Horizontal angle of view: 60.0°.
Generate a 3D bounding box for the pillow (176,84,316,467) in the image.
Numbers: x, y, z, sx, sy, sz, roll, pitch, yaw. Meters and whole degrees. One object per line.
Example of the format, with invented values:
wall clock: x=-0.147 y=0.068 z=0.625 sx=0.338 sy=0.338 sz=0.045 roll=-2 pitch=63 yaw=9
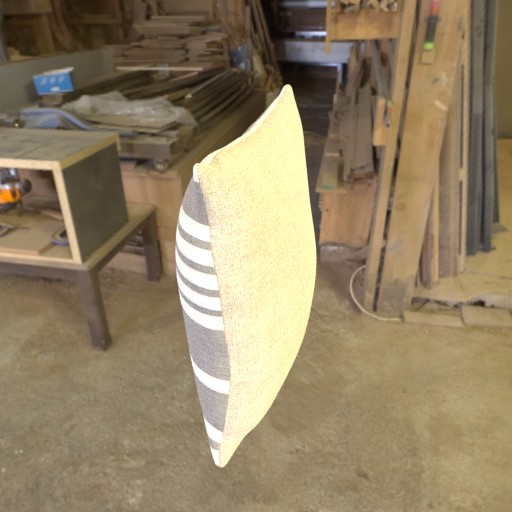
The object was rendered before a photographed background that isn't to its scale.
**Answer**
pillow: x=0.000 y=0.000 z=0.684 sx=0.182 sy=0.440 sz=0.439 roll=8 pitch=31 yaw=13
